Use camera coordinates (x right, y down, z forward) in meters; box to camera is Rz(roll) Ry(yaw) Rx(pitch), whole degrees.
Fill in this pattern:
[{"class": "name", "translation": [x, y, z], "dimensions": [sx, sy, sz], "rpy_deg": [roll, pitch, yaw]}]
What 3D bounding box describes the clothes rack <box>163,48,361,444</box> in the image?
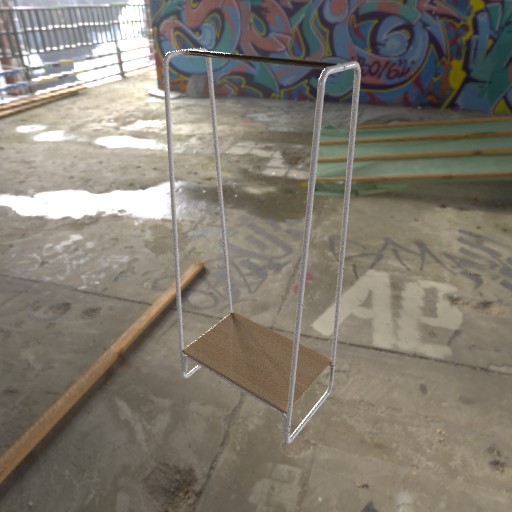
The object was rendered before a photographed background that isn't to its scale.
[{"class": "clothes rack", "translation": [0.000, 0.000, 1.812], "dimensions": [0.640, 1.500, 0.400], "rpy_deg": [21, 37, 31]}]
